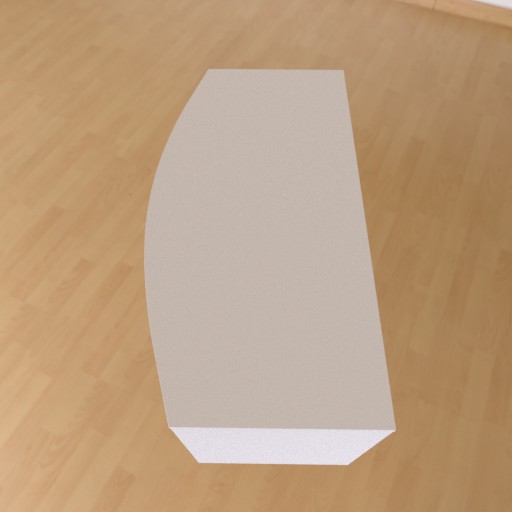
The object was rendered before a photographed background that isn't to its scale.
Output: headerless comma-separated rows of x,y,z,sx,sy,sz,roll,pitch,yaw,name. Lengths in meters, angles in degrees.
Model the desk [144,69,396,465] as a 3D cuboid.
0.000,0.000,1.978,0.802,0.750,1.600,1,58,0,desk
